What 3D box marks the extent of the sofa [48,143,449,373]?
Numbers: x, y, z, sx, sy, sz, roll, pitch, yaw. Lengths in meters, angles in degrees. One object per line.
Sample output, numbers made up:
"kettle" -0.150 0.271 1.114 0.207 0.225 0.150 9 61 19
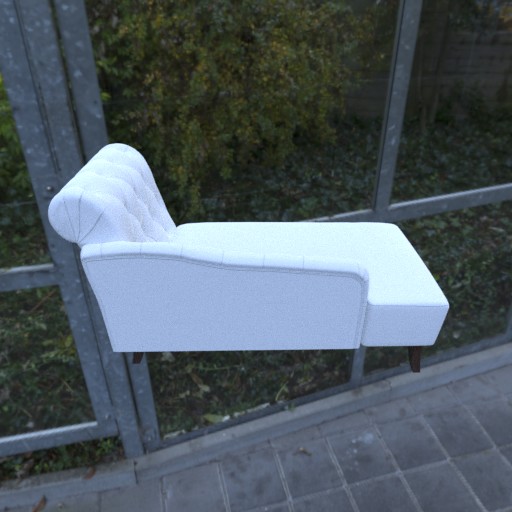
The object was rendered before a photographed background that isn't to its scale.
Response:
"sofa" 0.000 0.000 1.839 1.379 0.787 0.675 -1 30 -1
